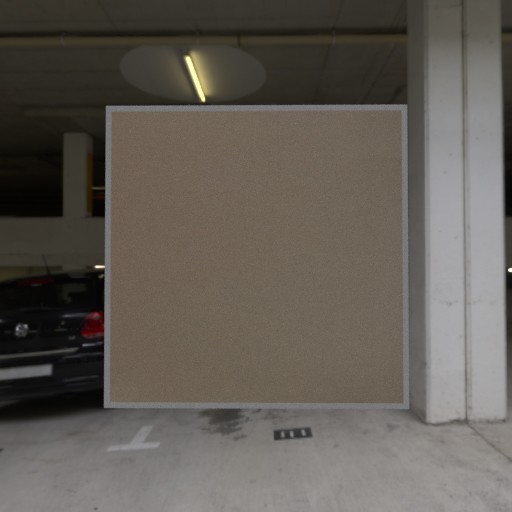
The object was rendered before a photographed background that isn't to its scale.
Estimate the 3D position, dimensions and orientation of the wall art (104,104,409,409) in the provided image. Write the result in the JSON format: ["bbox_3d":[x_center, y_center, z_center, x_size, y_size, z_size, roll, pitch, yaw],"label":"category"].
[{"bbox_3d":[0.000,0.000,0.670,0.456,0.456,0.007,0,-1,1],"label":"wall art"}]
